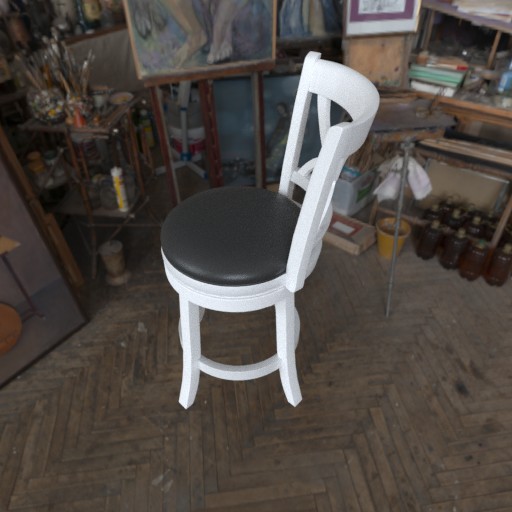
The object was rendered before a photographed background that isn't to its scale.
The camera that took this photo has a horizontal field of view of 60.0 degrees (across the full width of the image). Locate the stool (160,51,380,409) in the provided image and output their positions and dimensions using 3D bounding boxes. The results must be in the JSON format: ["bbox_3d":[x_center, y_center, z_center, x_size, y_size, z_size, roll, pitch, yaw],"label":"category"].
[{"bbox_3d":[0.000,0.000,1.238,0.508,0.953,0.444,-1,41,-1],"label":"stool"}]
